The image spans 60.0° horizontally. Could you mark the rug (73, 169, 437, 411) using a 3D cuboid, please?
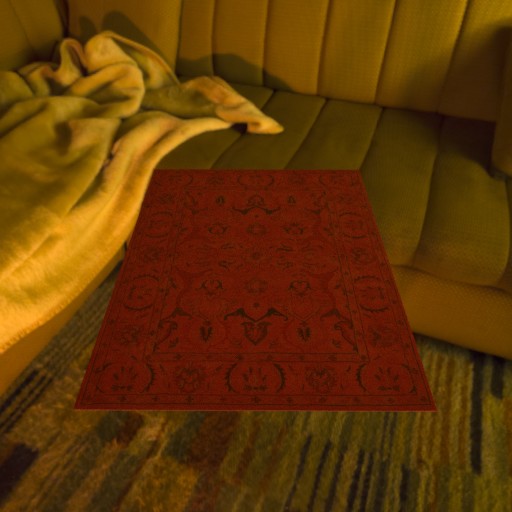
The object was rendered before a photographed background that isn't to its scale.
[{"bbox_3d":[0.000,0.000,3.886,2.300,0.012,2.929,0,42,0],"label":"rug"}]
